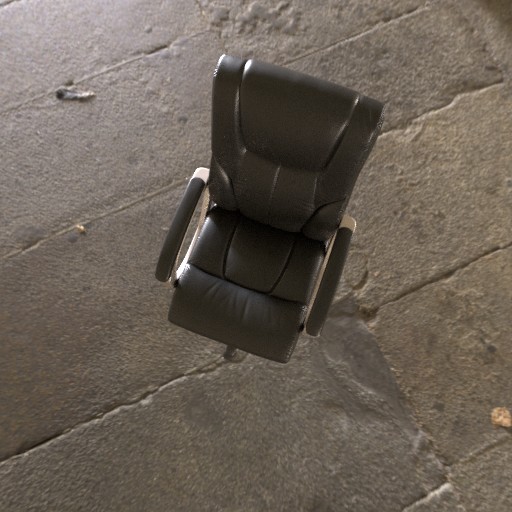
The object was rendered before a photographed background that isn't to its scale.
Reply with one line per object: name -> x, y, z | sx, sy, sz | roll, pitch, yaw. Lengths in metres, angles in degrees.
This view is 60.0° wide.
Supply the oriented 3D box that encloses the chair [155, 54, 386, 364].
chair -> 0.000, 0.000, 1.626 | 0.700, 1.145, 0.780 | 19, 77, 5
